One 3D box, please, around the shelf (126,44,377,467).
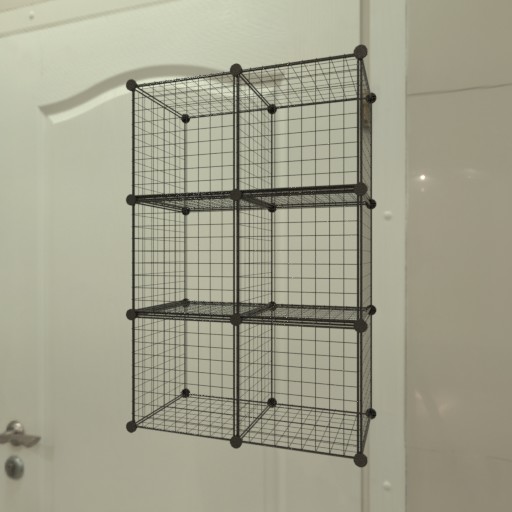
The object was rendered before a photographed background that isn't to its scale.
[{"bbox_3d":[0.000,0.000,1.396,0.711,1.067,0.356,0,0,19],"label":"shelf"}]
